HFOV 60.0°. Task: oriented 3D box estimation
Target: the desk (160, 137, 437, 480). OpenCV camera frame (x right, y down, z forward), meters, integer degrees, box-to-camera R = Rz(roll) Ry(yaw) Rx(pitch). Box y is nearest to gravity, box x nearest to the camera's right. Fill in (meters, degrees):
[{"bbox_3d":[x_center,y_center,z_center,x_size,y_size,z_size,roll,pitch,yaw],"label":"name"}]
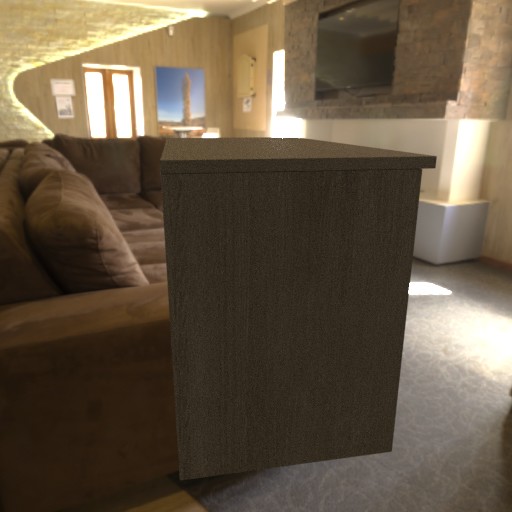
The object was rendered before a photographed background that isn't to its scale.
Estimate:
[{"bbox_3d":[0.000,0.000,1.487,0.557,0.729,1.099,-3,17,-10],"label":"desk"}]
